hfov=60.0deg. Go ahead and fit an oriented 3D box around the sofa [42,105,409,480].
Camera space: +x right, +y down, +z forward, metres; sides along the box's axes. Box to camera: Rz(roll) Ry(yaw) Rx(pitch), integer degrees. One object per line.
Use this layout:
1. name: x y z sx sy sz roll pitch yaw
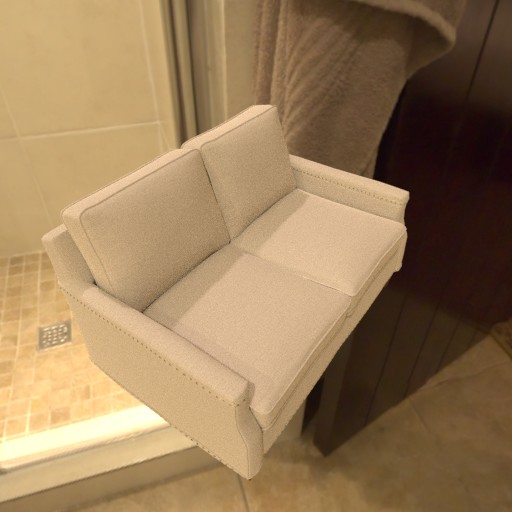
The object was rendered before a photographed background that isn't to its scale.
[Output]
1. sofa: 0.000 0.000 2.231 1.084 1.003 1.597 25 46 26
